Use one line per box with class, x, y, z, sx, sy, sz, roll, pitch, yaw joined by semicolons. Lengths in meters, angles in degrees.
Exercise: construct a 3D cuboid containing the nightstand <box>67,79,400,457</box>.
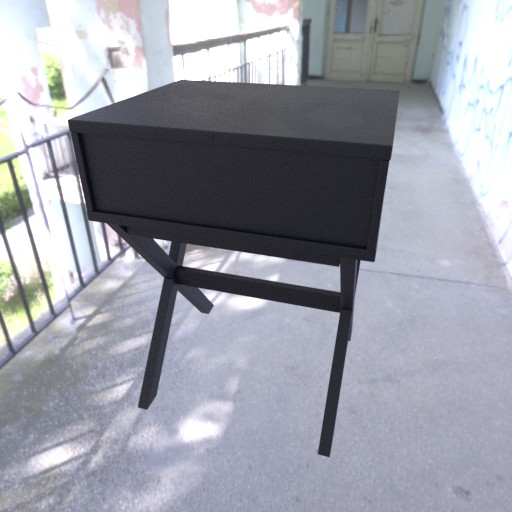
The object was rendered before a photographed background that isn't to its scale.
nightstand;0.000;0.000;0.936;0.479;0.623;0.402;9;31;15
